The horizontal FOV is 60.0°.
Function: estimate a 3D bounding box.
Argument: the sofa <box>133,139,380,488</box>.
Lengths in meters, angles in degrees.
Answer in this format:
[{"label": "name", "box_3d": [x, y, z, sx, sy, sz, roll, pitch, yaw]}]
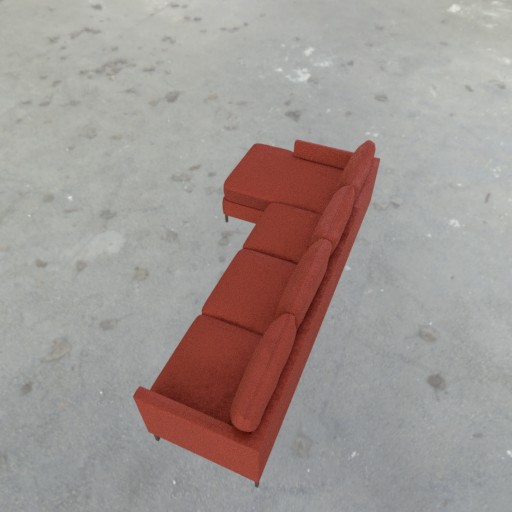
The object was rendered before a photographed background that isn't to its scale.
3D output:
[{"label": "sofa", "box_3d": [0.000, 0.000, 4.102, 1.500, 0.967, 3.400, 17, 49, 16]}]
